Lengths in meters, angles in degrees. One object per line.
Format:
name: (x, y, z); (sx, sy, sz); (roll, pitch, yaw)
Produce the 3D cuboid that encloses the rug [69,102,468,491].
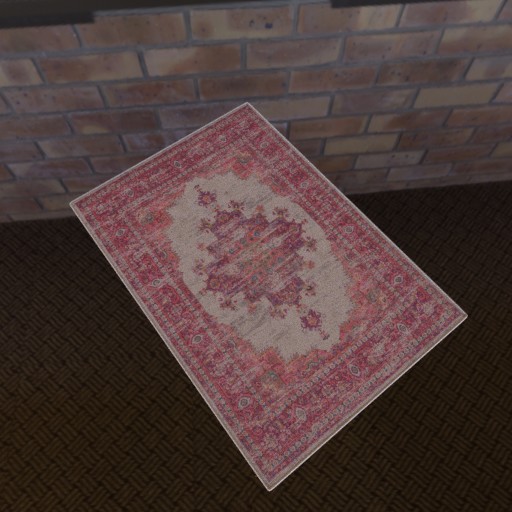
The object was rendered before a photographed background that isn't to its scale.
rug: (0.000, 0.000, 3.719); (2.005, 0.014, 2.878); (-35, 69, -16)
